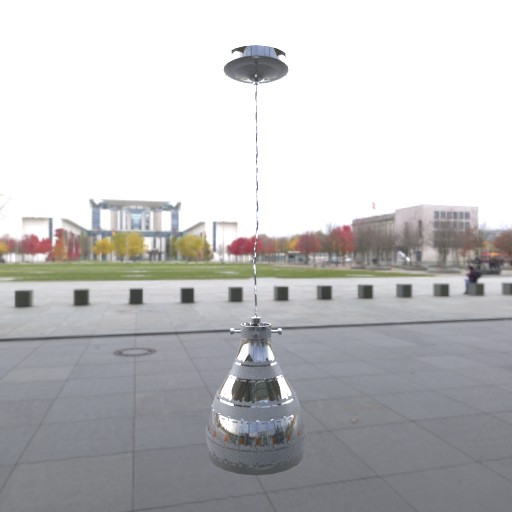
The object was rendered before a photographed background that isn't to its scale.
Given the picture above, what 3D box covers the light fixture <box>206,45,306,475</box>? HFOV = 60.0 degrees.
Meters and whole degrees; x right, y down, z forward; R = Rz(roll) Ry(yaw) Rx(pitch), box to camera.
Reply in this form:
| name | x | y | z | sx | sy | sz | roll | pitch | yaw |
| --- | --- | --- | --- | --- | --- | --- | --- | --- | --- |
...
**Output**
| name | x | y | z | sx | sy | sz | roll | pitch | yaw |
| --- | --- | --- | --- | --- | --- | --- | --- | --- | --- |
| light fixture | 0.000 | 0.000 | 1.651 | 0.374 | 1.457 | 0.374 | 0 | 0 | 0 |
